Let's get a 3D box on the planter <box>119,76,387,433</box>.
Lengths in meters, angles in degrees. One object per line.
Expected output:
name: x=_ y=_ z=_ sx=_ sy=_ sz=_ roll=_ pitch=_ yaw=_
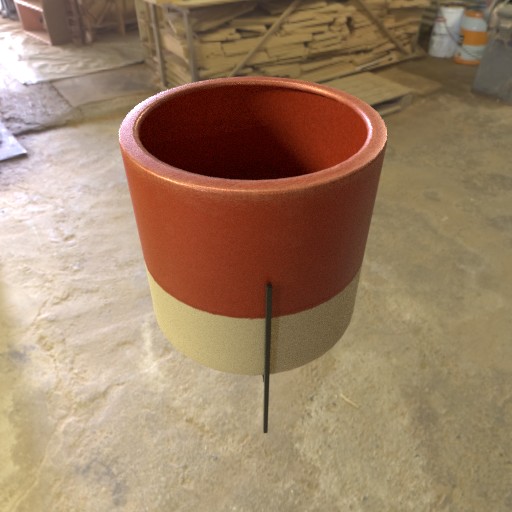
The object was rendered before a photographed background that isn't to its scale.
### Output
planter: x=0.000 y=0.000 z=0.726 sx=0.354 sy=0.465 sz=0.345 roll=-25 pitch=47 yaw=-27
